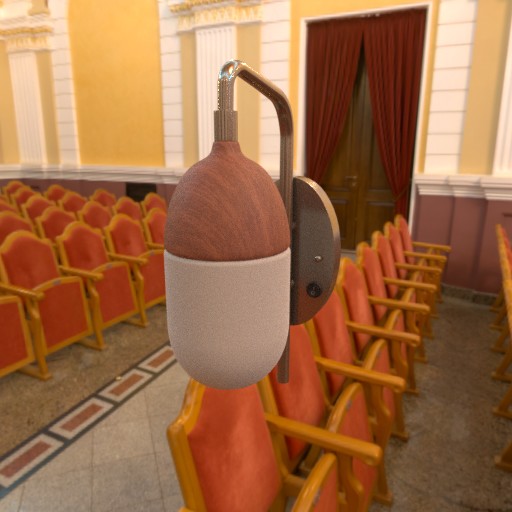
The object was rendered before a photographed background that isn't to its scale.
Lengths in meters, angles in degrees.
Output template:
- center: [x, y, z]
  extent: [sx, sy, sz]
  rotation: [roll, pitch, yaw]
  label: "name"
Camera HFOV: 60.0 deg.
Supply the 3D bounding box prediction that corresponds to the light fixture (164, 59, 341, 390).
- center: [0.000, 0.000, 0.430]
  extent: [0.108, 0.343, 0.216]
  rotation: [7, 16, 26]
  label: "light fixture"
